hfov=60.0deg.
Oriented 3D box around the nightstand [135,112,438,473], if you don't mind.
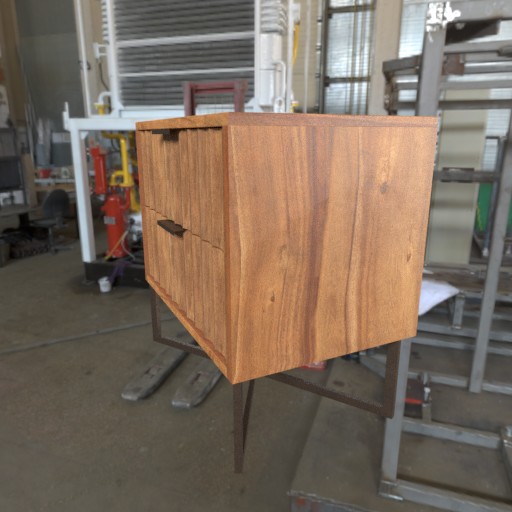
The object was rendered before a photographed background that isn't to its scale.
[{"bbox_3d":[0.000,0.000,1.048,0.427,0.615,0.613,-8,17,-26],"label":"nightstand"}]
